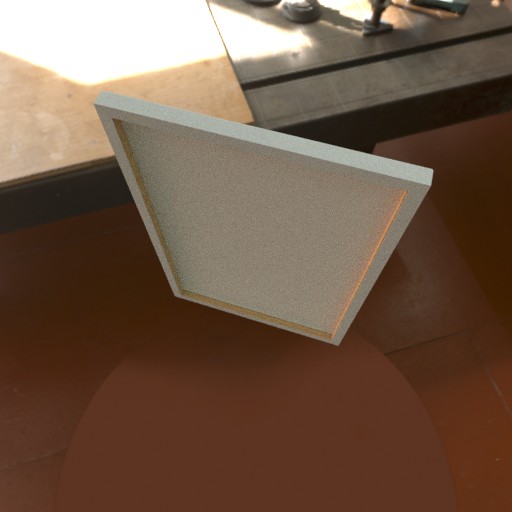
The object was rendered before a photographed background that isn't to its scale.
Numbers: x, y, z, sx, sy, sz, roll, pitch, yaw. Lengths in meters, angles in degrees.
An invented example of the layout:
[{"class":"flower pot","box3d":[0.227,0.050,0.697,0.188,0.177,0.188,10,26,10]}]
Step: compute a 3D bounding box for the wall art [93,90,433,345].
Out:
[{"class":"wall art","box3d":[0.000,0.000,1.174,0.607,0.912,0.038,16,64,8]}]
